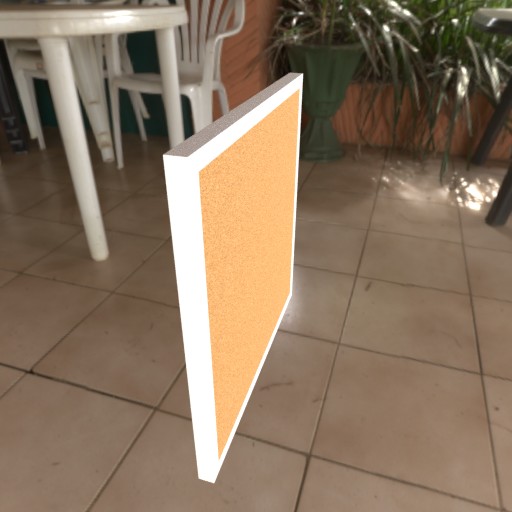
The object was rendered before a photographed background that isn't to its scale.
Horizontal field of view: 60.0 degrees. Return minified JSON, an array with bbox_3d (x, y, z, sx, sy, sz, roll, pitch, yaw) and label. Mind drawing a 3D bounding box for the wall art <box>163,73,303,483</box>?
[{"bbox_3d":[0.000,0.000,1.129,0.038,0.762,0.762,9,32,15],"label":"wall art"}]
